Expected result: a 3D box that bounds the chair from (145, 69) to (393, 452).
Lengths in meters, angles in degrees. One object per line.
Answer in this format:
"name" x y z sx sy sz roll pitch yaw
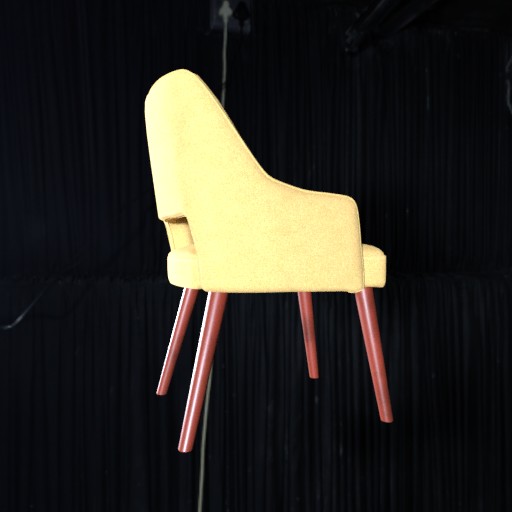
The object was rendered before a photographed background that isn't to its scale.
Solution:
"chair" 0.000 0.000 1.245 0.605 0.849 0.548 0 1 -19
